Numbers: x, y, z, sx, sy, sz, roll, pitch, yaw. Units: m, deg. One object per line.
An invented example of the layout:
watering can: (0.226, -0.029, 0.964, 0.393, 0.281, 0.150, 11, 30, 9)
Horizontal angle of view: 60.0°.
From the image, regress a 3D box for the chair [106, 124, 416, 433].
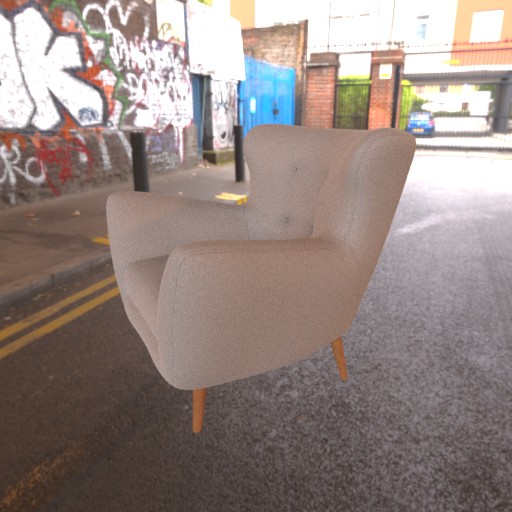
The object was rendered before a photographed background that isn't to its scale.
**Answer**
chair: (0.000, 0.000, 1.581, 0.889, 0.889, 0.890, -9, 20, -26)
